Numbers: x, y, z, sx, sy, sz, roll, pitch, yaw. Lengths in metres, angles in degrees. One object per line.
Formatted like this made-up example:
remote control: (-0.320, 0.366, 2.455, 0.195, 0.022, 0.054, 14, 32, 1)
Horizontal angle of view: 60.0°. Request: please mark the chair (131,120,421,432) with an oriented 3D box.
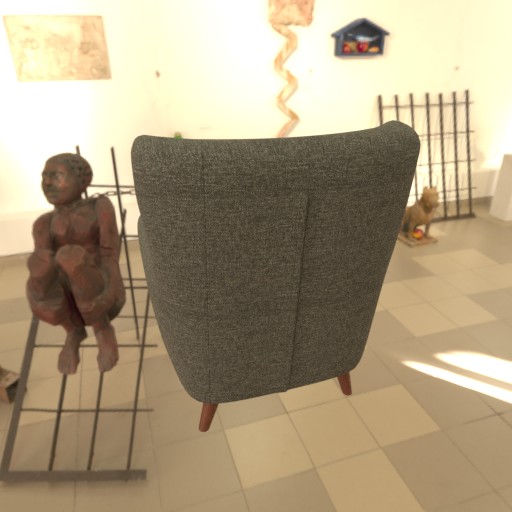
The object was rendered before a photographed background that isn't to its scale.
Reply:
chair: (0.000, 0.000, 1.744, 0.878, 1.063, 0.904, -8, 27, -16)
